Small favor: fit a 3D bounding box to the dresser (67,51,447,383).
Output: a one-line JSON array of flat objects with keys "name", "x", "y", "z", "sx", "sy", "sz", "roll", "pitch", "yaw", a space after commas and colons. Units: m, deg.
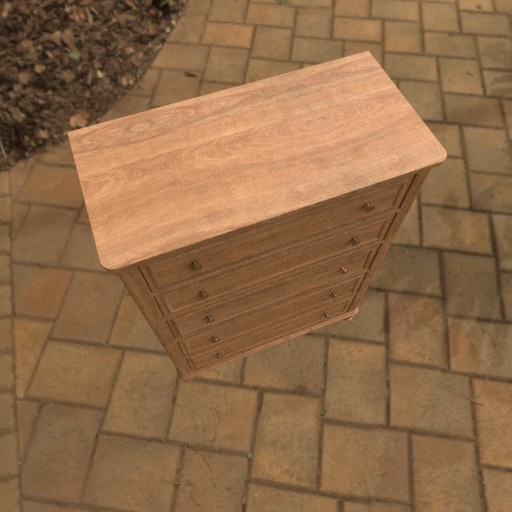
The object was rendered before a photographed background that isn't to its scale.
[{"name": "dresser", "x": 0.000, "y": 0.000, "z": 1.827, "sx": 0.973, "sy": 1.318, "sz": 0.484, "roll": -19, "pitch": 63, "yaw": -10}]
